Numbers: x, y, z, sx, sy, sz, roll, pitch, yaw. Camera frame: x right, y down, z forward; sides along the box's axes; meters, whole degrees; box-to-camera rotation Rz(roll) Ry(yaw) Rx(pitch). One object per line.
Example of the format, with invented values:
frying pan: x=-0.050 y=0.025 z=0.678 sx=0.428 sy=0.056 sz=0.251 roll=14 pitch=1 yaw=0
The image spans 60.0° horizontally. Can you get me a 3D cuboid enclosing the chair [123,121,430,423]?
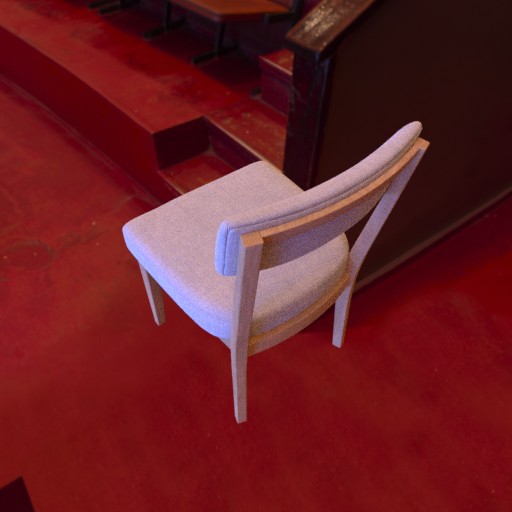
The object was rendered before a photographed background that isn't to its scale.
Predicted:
chair: x=0.000 y=0.000 z=1.190 sx=0.508 sy=0.832 sz=0.572 roll=-30 pitch=54 yaw=-25
